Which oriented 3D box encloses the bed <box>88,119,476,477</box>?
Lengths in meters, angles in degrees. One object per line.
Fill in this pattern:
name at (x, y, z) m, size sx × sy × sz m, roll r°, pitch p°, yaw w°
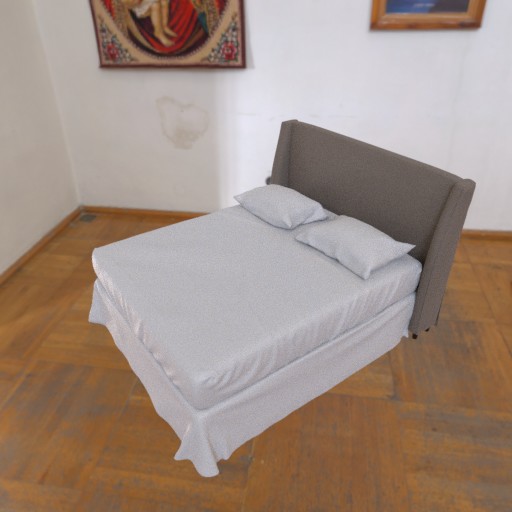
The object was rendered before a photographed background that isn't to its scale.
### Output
bed at (0.000, 0.000, 3.369) m, size 2.276 × 1.332 × 1.925 m, roll -21°, pitch 38°, yaw -30°
